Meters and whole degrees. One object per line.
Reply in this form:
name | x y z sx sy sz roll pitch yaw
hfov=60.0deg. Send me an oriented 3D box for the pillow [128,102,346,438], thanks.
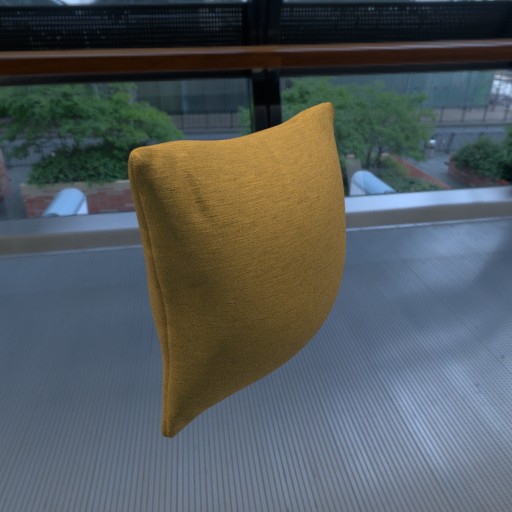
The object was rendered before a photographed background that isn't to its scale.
pillow | 0.000 0.000 0.696 0.247 0.417 0.435 18 32 32
